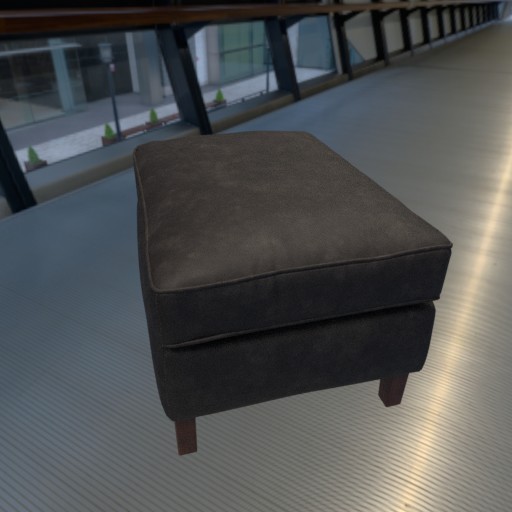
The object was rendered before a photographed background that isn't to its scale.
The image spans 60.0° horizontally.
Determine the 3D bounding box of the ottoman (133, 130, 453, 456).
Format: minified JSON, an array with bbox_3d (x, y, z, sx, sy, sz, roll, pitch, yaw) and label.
[{"bbox_3d":[0.000,0.000,0.973,0.501,0.413,0.665,-8,32,-13],"label":"ottoman"}]
